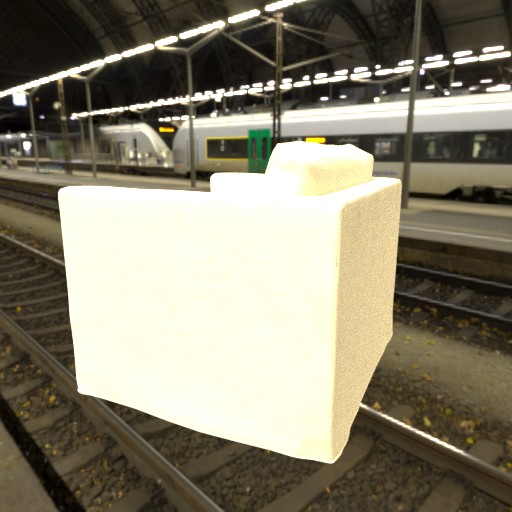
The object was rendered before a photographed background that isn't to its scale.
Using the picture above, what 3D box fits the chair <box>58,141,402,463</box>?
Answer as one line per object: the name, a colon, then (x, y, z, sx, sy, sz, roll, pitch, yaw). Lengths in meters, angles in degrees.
chair: (0.000, 0.000, 1.718, 0.947, 0.851, 1.057, 6, 15, 25)
